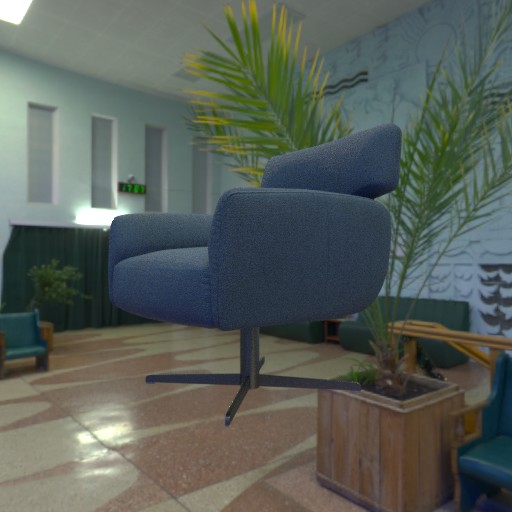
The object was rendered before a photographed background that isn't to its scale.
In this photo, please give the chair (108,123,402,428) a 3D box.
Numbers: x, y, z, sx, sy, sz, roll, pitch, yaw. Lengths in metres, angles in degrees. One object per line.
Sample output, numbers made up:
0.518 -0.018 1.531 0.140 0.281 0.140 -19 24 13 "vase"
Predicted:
0.000 0.000 1.388 0.761 0.813 0.738 1 -1 -37 "chair"
